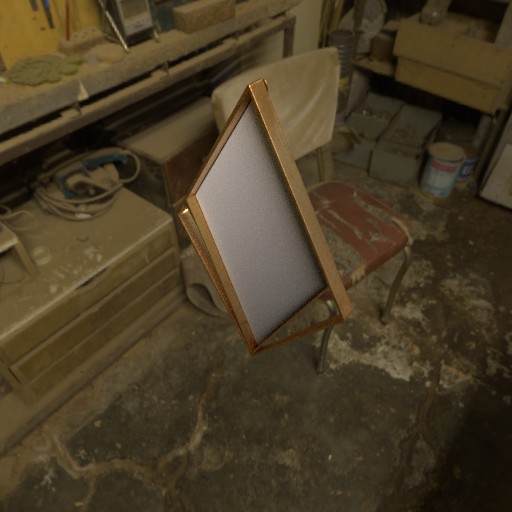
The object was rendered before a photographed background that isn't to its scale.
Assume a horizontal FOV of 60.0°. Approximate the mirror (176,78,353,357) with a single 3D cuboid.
[{"bbox_3d":[0.000,0.000,0.843,0.419,0.679,0.032,32,54,27],"label":"mirror"}]
